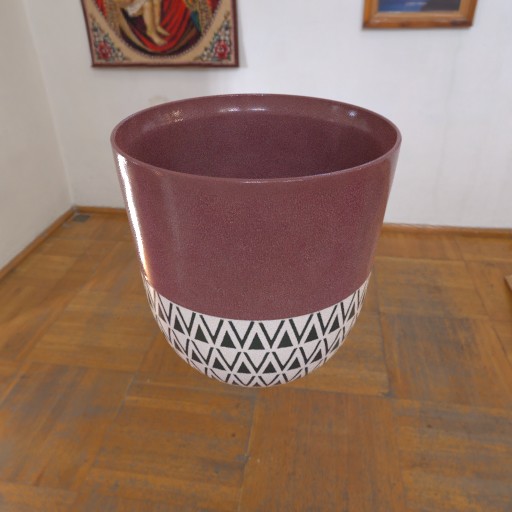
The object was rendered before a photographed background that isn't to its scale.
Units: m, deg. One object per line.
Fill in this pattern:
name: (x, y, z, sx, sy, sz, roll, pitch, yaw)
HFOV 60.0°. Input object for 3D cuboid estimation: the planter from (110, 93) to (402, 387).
planter: (0.000, 0.000, 0.364, 0.195, 0.214, 0.195, 0, 33, 0)
